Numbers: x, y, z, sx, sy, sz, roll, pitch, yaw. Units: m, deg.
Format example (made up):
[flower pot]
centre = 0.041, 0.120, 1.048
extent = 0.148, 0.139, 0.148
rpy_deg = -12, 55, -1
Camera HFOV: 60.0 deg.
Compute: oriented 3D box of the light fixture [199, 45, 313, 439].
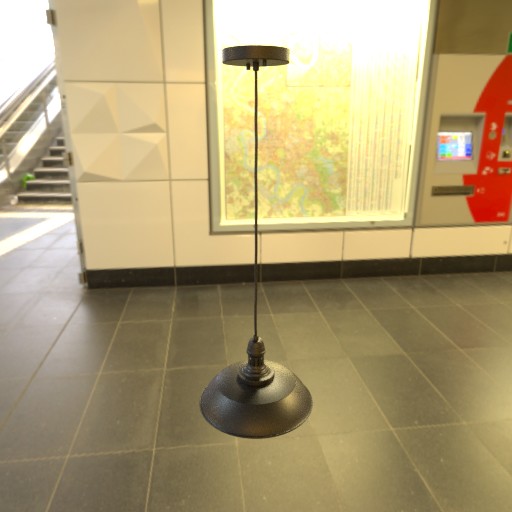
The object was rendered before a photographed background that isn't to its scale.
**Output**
[light fixture]
centre = 0.000, 0.000, 1.169
extent = 0.331, 0.993, 0.331
rpy_deg = -9, 19, -25
